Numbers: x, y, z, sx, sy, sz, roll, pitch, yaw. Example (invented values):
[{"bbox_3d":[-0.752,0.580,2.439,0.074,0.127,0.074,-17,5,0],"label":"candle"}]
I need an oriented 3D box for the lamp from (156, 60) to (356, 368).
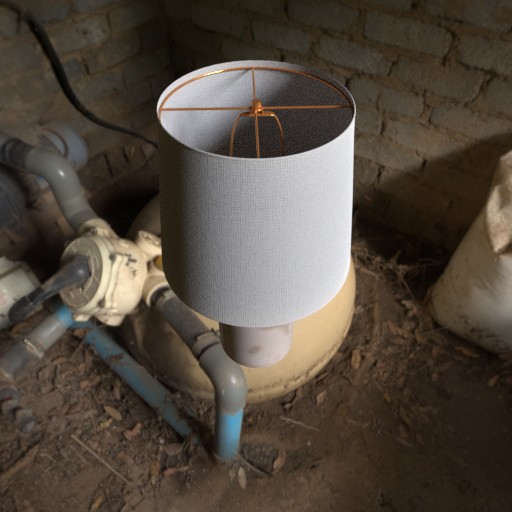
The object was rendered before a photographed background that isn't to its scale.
[{"bbox_3d":[0.000,0.000,0.458,0.189,0.340,0.189,0,47,0],"label":"lamp"}]
